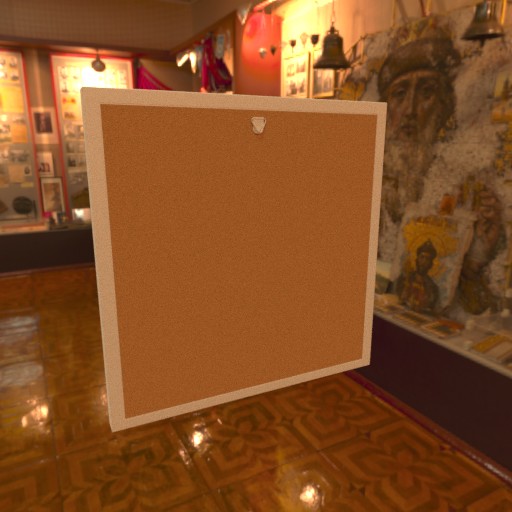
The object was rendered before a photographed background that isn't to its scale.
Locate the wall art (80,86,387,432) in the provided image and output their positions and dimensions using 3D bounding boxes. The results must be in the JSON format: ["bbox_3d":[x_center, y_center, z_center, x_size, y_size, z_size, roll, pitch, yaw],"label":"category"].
[{"bbox_3d":[0.000,0.000,1.119,0.761,0.762,0.050,-7,15,-25],"label":"wall art"}]
